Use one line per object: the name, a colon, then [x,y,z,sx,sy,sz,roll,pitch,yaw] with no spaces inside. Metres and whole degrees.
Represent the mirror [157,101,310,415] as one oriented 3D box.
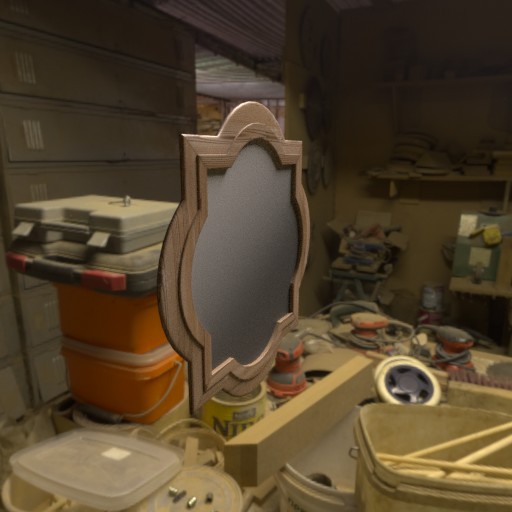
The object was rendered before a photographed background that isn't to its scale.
mirror: [0.000,0.000,1.066,0.019,0.686,0.686,7,15,27]
